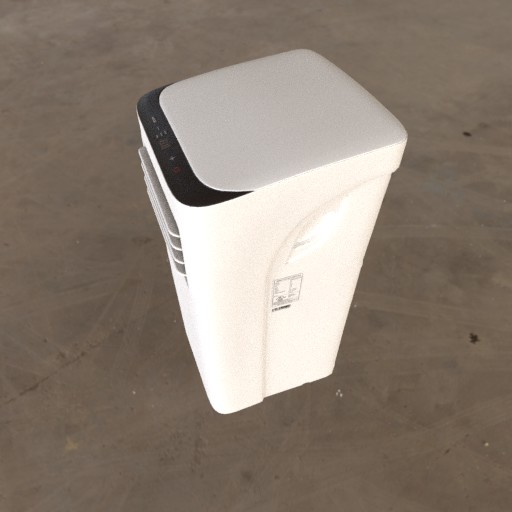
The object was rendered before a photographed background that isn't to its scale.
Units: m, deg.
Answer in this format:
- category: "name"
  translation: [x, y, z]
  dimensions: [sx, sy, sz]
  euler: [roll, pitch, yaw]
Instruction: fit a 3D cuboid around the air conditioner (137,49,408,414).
- category: "air conditioner"
  translation: [0.000, 0.000, 0.948]
  dimensions: [0.369, 0.716, 0.352]
  euler: [-16, 48, -15]
